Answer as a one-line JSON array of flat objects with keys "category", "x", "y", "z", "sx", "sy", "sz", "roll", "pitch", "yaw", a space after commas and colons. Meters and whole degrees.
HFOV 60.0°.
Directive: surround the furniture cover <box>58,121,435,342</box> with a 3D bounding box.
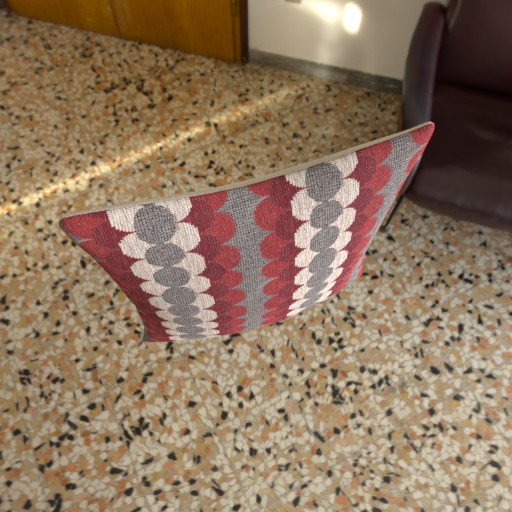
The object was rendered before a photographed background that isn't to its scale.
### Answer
[{"category": "furniture cover", "x": 0.000, "y": 0.000, "z": 0.657, "sx": 0.435, "sy": 0.420, "sz": 0.145, "roll": -16, "pitch": 64, "yaw": -8}]
